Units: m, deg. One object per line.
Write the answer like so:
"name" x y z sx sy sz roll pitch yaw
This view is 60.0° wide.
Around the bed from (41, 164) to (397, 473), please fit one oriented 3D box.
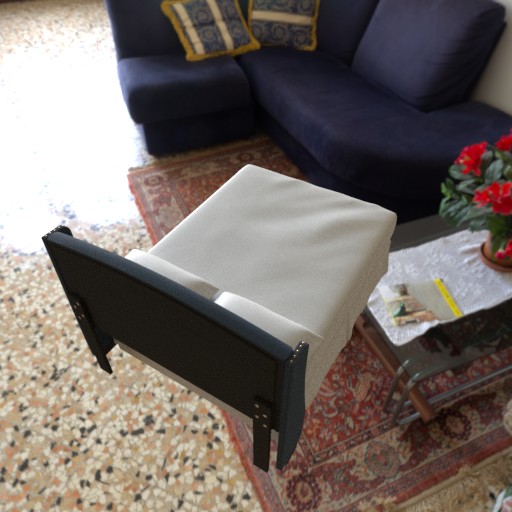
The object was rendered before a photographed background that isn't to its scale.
"bed" 0.000 0.000 3.434 1.710 1.407 2.237 23 49 22
